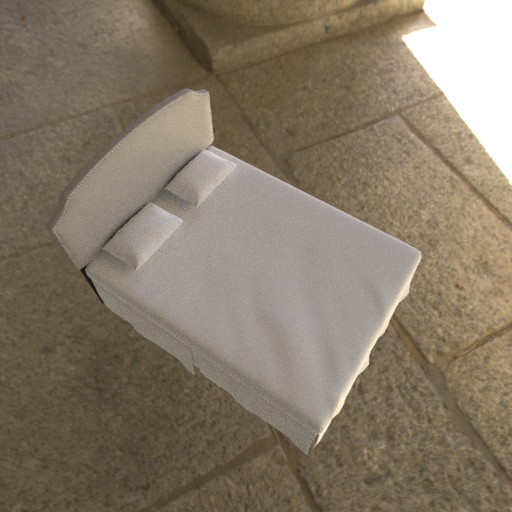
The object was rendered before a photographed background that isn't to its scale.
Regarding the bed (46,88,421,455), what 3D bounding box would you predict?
[{"bbox_3d":[0.000,0.000,3.035,1.999,1.270,1.558,30,63,17],"label":"bed"}]
